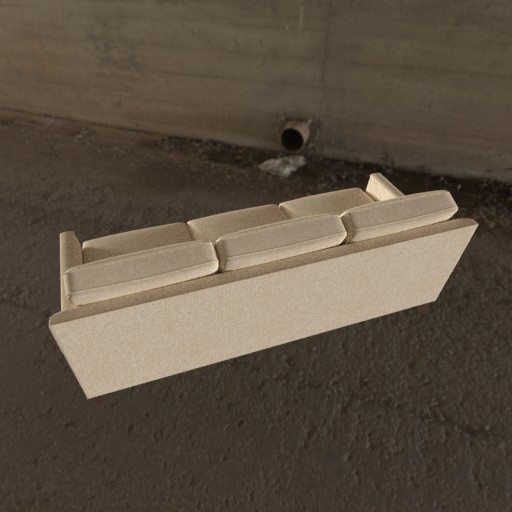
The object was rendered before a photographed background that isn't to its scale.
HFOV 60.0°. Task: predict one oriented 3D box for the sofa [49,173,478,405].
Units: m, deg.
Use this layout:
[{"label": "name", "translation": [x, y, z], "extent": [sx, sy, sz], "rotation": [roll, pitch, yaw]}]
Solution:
[{"label": "sofa", "translation": [0.000, 0.000, 2.722], "extent": [2.210, 0.940, 1.041], "rotation": [-13, 42, -15]}]
